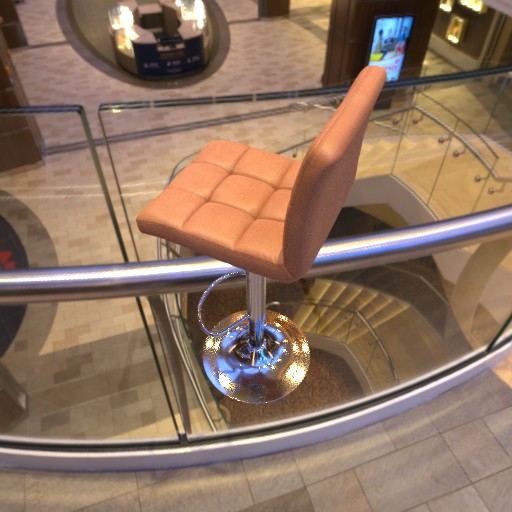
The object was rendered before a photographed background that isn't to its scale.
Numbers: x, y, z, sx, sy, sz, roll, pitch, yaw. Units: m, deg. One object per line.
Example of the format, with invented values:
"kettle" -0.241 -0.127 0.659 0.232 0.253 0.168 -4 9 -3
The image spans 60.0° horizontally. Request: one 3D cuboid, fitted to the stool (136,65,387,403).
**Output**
"stool" 0.000 0.000 1.360 0.505 1.115 0.430 18 49 17
